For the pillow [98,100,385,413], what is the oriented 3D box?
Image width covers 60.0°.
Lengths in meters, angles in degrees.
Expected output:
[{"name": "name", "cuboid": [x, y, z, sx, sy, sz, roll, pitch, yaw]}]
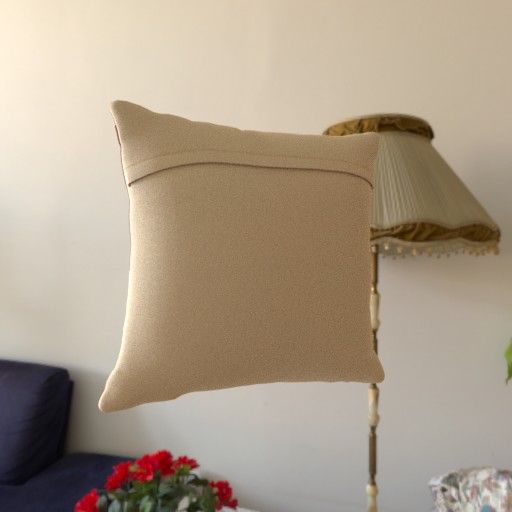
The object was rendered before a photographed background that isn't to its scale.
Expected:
[{"name": "pillow", "cuboid": [0.000, 0.000, 0.799, 0.536, 0.506, 0.229, 0, 0, -19]}]
